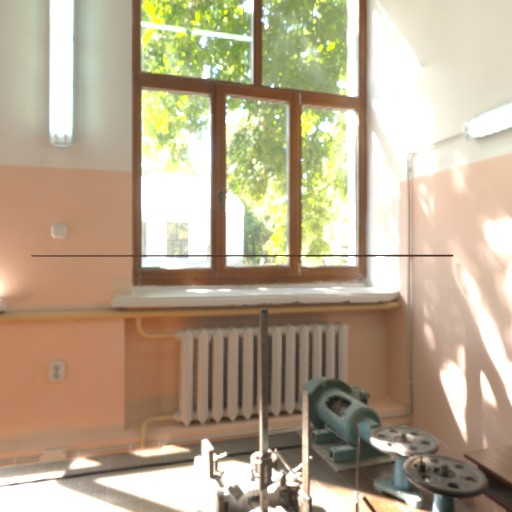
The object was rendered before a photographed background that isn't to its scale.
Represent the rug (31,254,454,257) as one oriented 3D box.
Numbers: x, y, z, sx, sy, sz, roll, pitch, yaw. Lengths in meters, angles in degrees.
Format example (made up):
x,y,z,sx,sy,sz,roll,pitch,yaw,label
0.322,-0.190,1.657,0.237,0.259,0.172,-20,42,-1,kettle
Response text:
x,y,z,sx,sy,sz,roll,pitch,yaw,label
0.000,0.000,2.379,1.829,0.008,1.219,0,0,18,rug
